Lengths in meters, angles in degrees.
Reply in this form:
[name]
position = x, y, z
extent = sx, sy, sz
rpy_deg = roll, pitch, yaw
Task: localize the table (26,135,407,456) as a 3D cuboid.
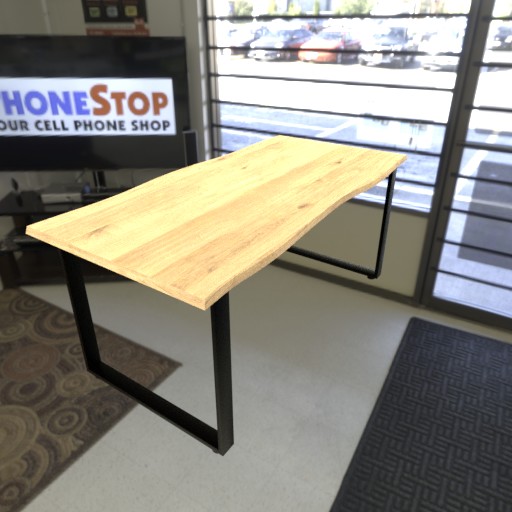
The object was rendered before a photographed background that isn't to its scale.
[table]
position = 0.000, 0.000, 2.273
extent = 0.900, 0.780, 1.800
rpy_deg = 18, 33, 30
